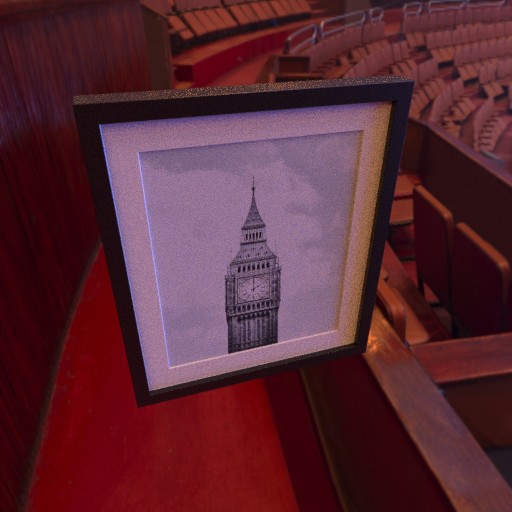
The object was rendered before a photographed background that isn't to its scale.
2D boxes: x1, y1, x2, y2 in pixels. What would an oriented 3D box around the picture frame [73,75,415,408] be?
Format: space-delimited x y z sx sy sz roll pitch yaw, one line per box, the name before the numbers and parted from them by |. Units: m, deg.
picture frame | 0.000 0.000 0.522 0.328 0.378 0.034 -10 33 -15
